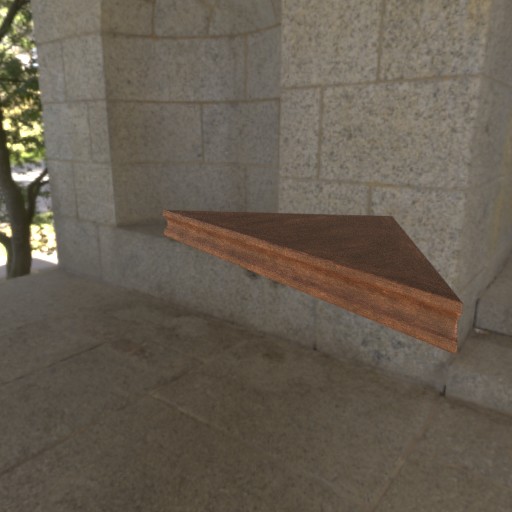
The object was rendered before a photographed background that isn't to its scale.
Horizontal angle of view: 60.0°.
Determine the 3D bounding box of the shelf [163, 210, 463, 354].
[{"bbox_3d":[0.000,0.000,0.432,0.296,0.035,0.296,2,15,8],"label":"shelf"}]
